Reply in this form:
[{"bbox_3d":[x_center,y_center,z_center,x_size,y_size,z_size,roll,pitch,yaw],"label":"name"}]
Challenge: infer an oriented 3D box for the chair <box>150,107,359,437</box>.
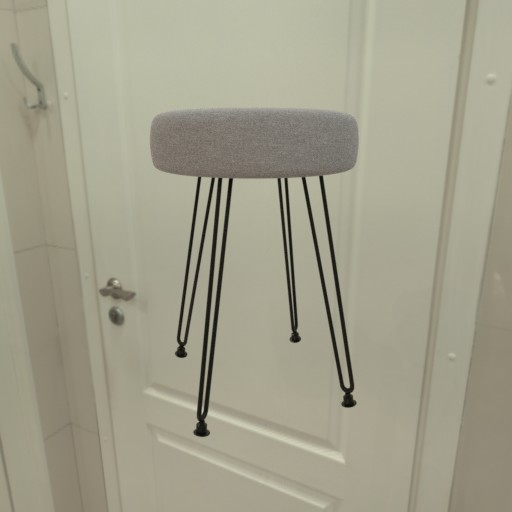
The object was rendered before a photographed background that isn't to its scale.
[{"bbox_3d":[0.000,0.000,0.702,0.350,0.440,0.350,9,18,27],"label":"chair"}]
